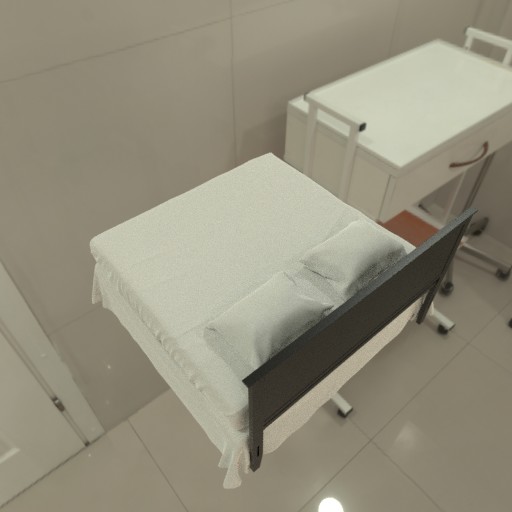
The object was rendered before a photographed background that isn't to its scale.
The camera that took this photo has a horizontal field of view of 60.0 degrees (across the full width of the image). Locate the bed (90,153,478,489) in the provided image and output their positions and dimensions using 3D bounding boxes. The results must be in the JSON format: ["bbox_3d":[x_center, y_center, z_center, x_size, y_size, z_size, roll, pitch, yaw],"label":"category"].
[{"bbox_3d":[0.000,0.000,3.562,2.315,1.271,2.219,-31,54,-26],"label":"bed"}]
